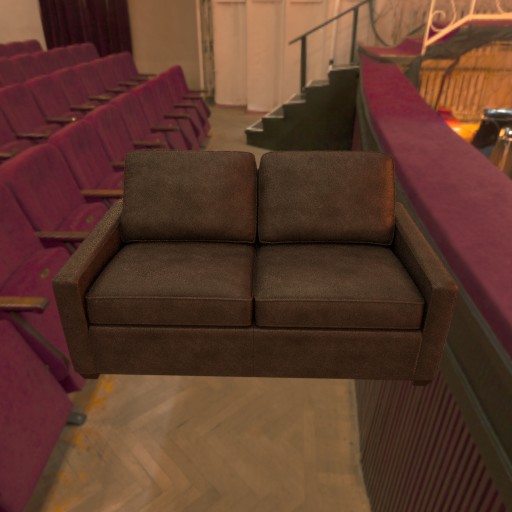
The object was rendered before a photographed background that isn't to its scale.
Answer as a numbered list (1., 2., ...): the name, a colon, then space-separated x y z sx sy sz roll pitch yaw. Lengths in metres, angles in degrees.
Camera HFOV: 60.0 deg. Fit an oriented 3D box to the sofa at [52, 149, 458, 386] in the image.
1. sofa: 0.000 0.000 2.302 1.732 0.916 0.939 1 29 1
